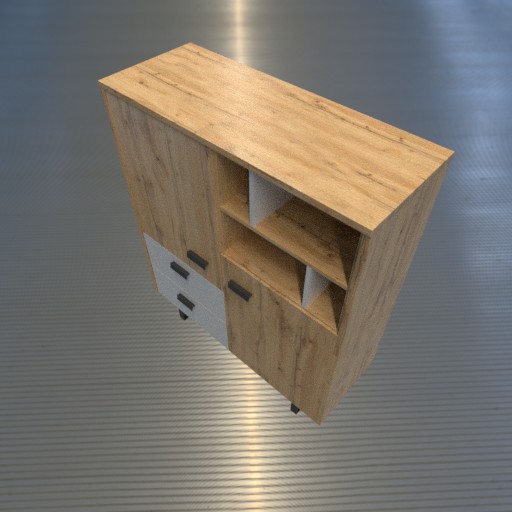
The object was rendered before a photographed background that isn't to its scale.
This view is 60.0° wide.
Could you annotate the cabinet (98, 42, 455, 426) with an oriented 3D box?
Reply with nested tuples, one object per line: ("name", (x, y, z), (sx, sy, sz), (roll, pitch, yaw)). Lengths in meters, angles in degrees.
("cabinet", (0.000, 0.000, 1.980), (1.168, 1.397, 0.473), (34, 56, 27))
